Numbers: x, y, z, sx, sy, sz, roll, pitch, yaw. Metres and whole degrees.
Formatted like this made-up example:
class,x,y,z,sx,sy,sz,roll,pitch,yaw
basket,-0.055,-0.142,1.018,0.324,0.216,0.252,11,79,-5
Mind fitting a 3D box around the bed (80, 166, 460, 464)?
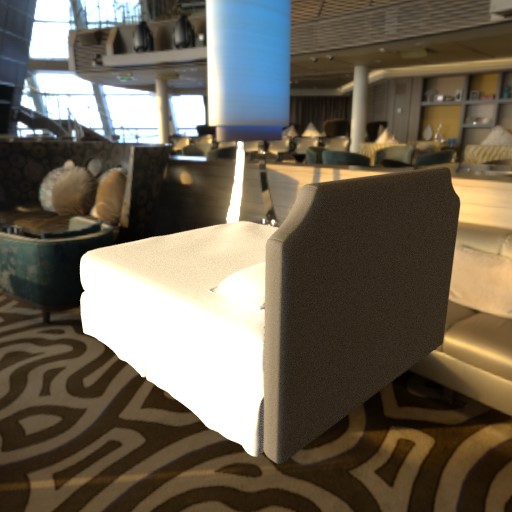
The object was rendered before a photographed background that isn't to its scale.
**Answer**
class,x,y,z,sx,sy,sz,roll,pitch,yaw
bed,0.000,0.000,3.808,2.194,1.561,2.536,-15,22,-42
